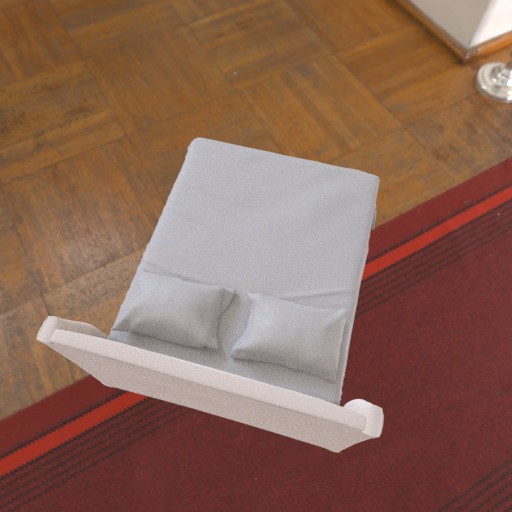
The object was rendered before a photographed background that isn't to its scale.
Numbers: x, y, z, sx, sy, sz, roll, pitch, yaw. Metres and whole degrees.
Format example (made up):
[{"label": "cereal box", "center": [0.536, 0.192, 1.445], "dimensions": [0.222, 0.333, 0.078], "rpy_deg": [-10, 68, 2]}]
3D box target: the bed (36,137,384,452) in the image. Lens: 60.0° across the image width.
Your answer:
[{"label": "bed", "center": [0.000, 0.000, 3.374], "dimensions": [1.925, 1.332, 2.276], "rpy_deg": [14, 64, 7]}]
